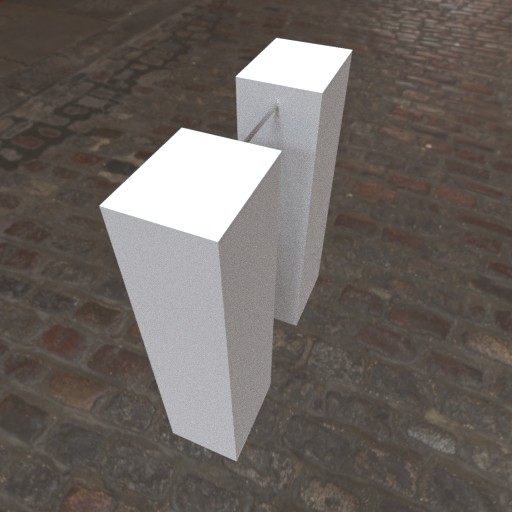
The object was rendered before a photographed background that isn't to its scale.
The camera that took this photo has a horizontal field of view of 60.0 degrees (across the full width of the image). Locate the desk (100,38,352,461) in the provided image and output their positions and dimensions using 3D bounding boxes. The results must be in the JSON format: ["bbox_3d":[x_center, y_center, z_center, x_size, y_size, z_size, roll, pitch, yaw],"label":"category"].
[{"bbox_3d":[0.000,0.000,2.826,0.480,2.000,1.770,17,48,16],"label":"desk"}]
